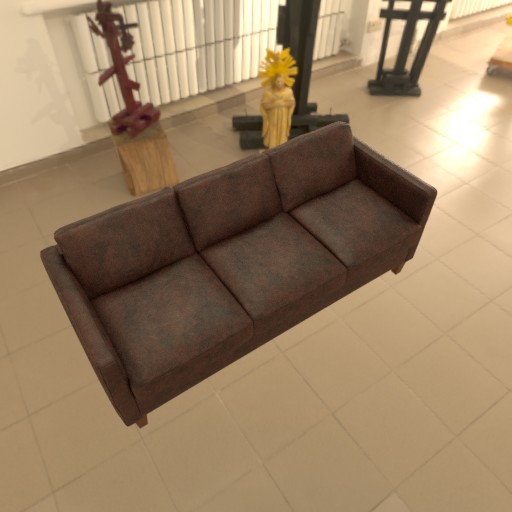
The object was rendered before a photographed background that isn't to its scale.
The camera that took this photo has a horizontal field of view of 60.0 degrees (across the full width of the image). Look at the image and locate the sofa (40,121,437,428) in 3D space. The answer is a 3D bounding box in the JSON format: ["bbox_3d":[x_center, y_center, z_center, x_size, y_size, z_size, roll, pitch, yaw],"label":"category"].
[{"bbox_3d":[0.000,0.000,3.051,2.464,1.006,1.045,-26,52,-23],"label":"sofa"}]
